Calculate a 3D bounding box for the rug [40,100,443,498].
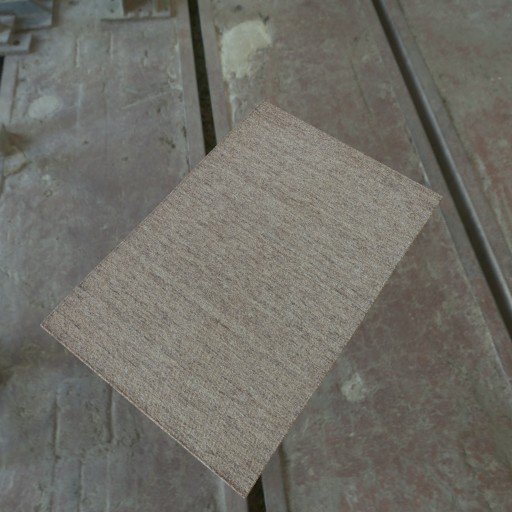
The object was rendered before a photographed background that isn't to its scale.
[{"bbox_3d":[0.000,0.000,2.862,1.547,0.013,2.283,33,68,15],"label":"rug"}]
